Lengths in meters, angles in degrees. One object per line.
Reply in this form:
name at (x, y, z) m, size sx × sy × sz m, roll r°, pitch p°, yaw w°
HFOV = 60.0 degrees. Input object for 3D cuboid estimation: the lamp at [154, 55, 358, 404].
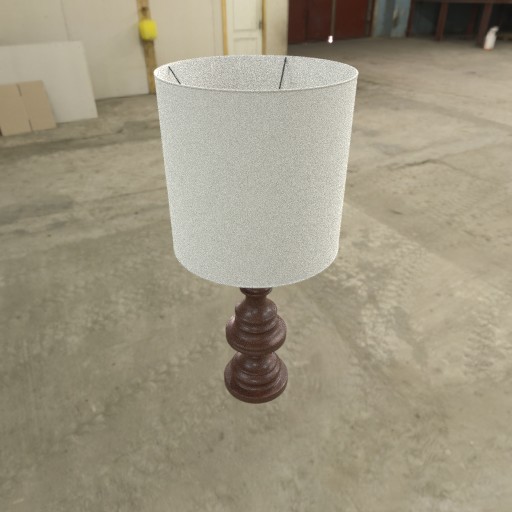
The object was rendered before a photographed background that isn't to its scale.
lamp at (0.000, 0.000, 0.580) m, size 0.208 × 0.455 × 0.208 m, roll 0°, pitch 32°, yaw 0°
